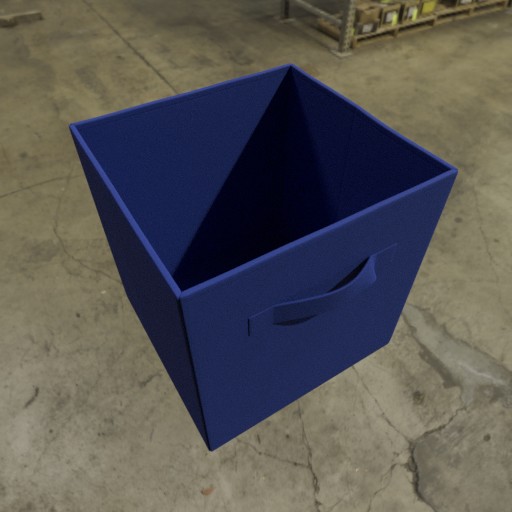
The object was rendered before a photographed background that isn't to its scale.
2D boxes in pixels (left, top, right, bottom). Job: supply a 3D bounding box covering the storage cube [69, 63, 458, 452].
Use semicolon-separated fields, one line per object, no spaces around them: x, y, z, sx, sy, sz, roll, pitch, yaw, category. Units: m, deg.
0.000;0.000;0.501;0.270;0.280;0.270;-24;51;-21;storage cube
